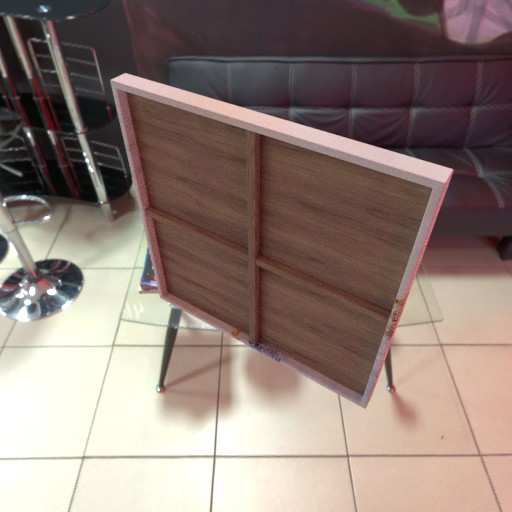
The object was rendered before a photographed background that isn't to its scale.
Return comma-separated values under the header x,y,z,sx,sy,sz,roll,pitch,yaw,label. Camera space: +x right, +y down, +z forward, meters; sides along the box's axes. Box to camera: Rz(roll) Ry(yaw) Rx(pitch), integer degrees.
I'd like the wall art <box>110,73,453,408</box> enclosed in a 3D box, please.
x,y,z,sx,sy,sz,roll,pitch,yaw,label
0.000,0.000,1.593,1.061,1.061,0.071,24,49,23,wall art
